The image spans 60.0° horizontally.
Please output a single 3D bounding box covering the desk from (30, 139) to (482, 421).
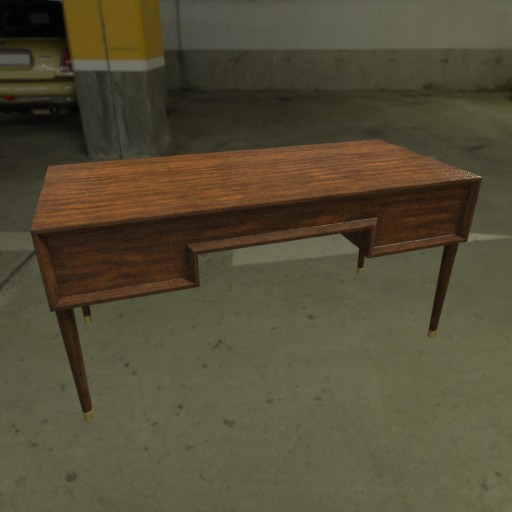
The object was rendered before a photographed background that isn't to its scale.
[{"bbox_3d":[0.000,0.000,1.937,1.575,0.762,0.724,-9,28,-17],"label":"desk"}]
